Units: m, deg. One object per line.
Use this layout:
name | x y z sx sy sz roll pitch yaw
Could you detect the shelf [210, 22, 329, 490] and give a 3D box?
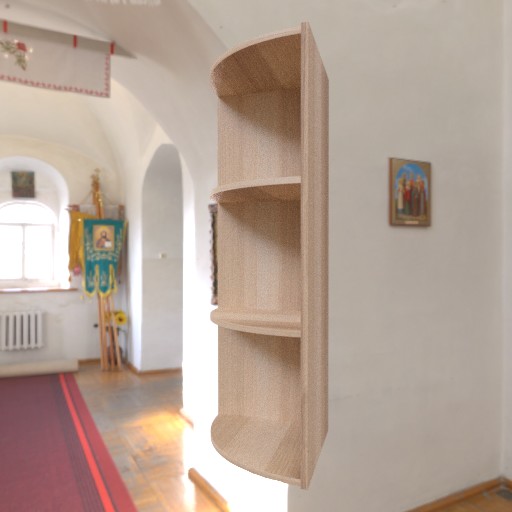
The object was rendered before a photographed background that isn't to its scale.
shelf | 0.000 0.000 1.006 0.290 0.872 0.290 0 1 17
